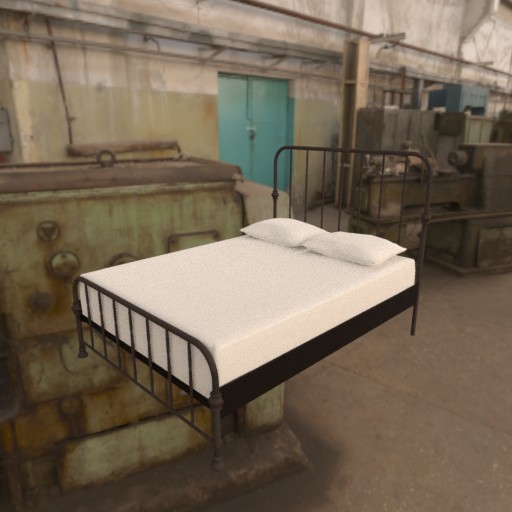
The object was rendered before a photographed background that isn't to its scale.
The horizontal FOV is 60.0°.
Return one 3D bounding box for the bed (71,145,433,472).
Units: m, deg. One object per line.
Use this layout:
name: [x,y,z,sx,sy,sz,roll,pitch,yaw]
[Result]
bed: [0.000,0.000,3.224,2.134,1.446,1.616,-16,23,-42]
